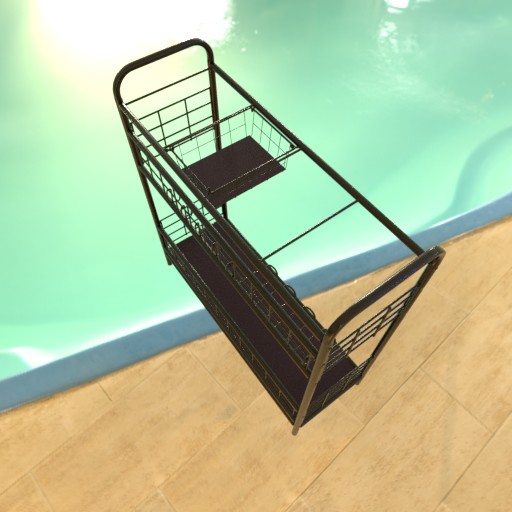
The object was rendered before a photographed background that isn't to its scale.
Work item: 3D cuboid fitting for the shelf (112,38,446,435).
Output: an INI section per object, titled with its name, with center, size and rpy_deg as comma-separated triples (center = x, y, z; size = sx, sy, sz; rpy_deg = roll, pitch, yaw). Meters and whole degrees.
[shelf]
center = 0.000, 0.000, 1.514
size = 0.350, 1.026, 0.961
rpy_deg = -32, 63, -18
